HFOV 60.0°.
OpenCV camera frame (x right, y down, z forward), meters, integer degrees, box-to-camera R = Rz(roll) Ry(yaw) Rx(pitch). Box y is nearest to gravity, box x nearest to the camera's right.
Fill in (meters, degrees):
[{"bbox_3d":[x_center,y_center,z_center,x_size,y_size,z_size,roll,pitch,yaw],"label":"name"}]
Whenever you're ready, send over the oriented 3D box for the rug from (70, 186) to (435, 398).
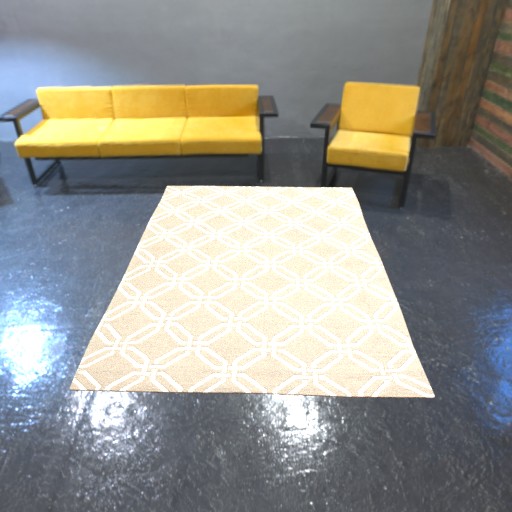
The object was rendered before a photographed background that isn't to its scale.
[{"bbox_3d":[0.000,0.000,2.719,1.524,0.013,2.135,1,32,1],"label":"rug"}]
